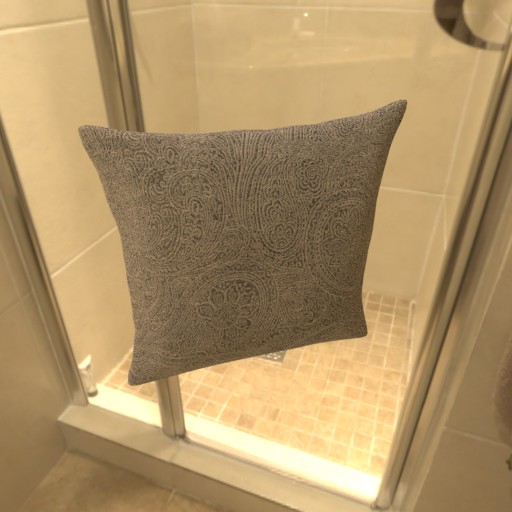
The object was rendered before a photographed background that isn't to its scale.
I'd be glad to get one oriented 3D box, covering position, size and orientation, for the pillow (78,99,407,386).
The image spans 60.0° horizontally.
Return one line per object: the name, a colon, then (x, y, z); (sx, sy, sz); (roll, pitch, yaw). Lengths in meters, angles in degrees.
pillow: (0.000, 0.000, 0.801); (0.523, 0.510, 0.166); (-9, 34, -14)
